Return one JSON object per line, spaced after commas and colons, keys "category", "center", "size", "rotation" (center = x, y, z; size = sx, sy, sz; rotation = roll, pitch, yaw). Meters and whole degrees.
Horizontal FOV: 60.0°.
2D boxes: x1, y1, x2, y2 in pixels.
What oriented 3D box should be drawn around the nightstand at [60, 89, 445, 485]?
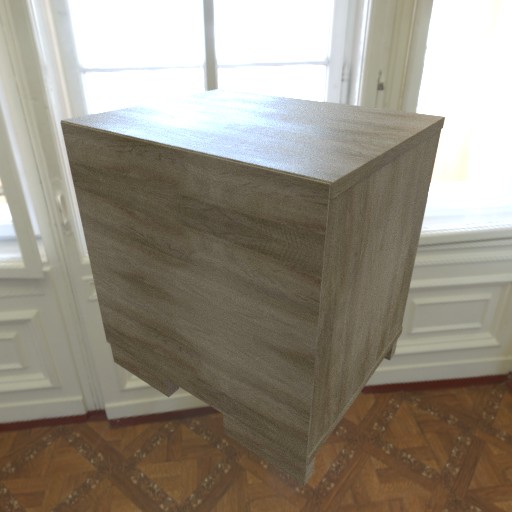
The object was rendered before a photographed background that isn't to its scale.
{"category": "nightstand", "center": [0.000, 0.000, 0.739], "size": [0.427, 0.448, 0.347], "rotation": [20, 35, 31]}
